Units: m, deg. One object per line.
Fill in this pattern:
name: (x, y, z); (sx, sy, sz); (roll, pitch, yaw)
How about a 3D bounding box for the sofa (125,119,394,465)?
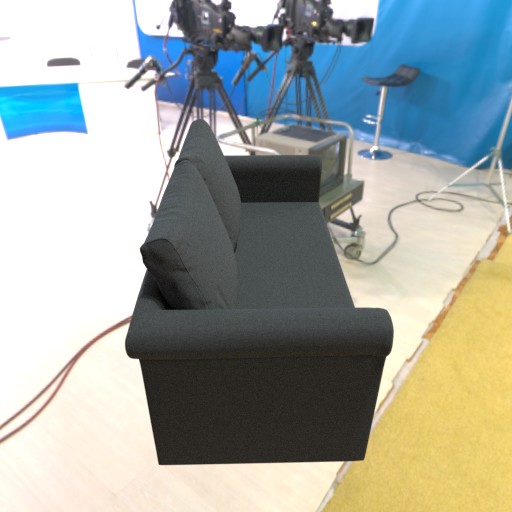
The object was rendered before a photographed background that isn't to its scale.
sofa: (0.000, 0.000, 1.908); (0.741, 0.872, 1.460); (-1, 32, -1)
